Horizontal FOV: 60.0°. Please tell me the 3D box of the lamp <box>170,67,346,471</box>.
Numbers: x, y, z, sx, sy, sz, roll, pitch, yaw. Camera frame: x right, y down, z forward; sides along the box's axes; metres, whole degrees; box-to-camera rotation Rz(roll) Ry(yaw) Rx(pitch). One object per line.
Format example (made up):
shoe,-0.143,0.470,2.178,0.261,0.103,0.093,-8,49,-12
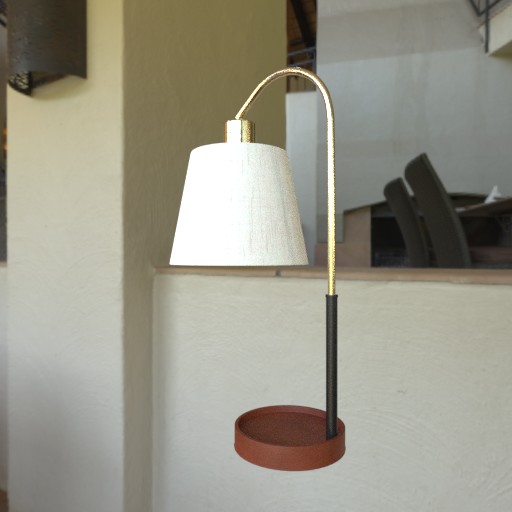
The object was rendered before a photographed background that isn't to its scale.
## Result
lamp,0.000,0.000,0.663,0.273,0.536,0.211,0,0,36
